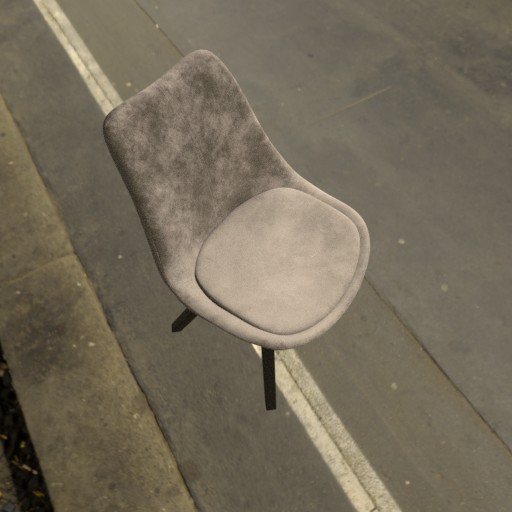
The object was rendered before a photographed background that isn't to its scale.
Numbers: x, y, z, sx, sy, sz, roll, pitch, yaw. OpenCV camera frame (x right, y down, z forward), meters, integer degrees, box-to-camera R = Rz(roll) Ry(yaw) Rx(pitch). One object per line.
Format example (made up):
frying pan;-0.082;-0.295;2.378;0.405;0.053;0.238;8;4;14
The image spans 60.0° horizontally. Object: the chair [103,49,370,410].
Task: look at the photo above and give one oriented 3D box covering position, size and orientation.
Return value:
chair;0.000;0.000;1.177;0.550;0.850;0.485;33;64;19
